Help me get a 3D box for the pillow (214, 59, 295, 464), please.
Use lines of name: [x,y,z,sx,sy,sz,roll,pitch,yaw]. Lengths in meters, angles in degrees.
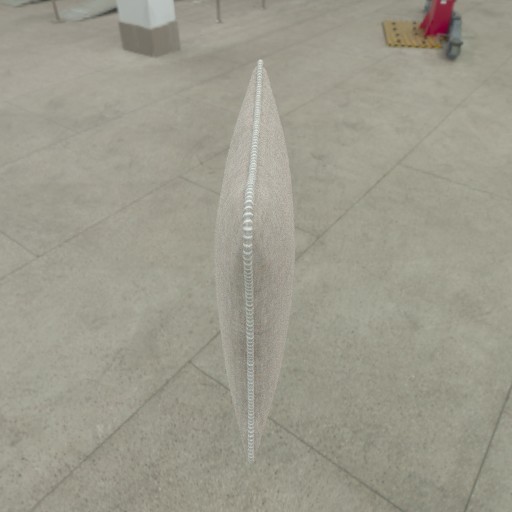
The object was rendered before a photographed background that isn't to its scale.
pillow: [0.000,0.000,0.738,0.124,0.494,0.485,1,41,1]
